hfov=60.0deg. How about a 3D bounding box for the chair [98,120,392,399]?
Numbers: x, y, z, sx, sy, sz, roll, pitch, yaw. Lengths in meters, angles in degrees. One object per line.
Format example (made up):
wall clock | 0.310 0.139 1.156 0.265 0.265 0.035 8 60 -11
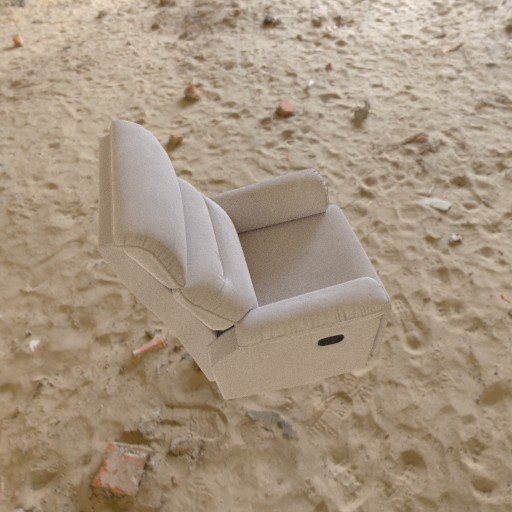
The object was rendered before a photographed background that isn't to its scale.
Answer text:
chair | 0.000 0.000 1.767 1.001 1.039 0.820 -10 48 -9
